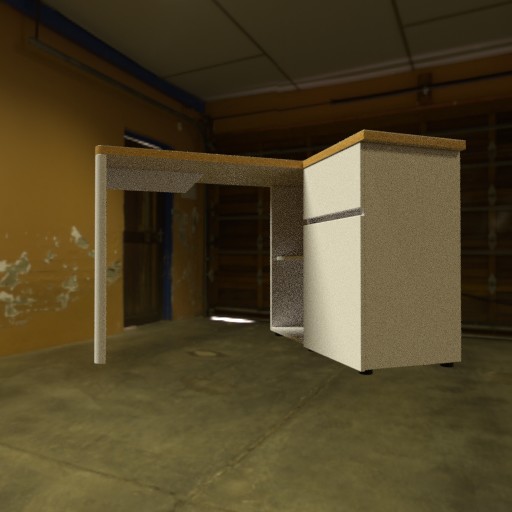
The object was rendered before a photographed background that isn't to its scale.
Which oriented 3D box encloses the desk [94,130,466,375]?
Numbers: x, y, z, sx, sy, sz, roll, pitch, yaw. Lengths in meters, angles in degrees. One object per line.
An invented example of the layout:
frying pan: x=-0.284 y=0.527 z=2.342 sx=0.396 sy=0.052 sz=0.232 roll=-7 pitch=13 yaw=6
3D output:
desk: x=0.000 y=0.000 z=1.710 sx=1.170 sy=0.760 sz=0.900 roll=0 pitch=-1 yaw=-18
